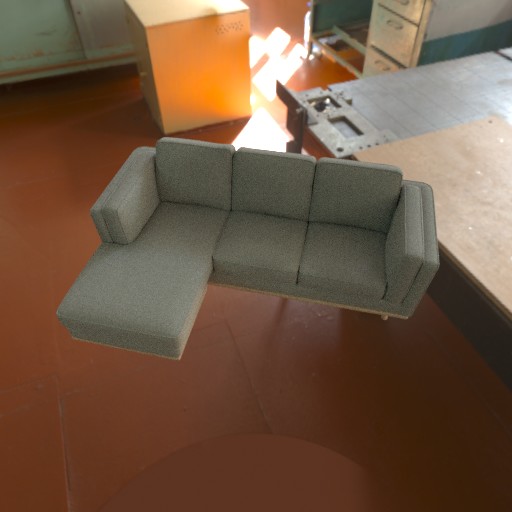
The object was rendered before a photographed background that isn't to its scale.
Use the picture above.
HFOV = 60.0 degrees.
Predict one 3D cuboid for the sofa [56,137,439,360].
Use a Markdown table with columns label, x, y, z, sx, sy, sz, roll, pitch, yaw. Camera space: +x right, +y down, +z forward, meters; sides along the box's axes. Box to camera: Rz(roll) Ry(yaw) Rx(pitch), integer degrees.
| label | x | y | z | sx | sy | sz | roll | pitch | yaw |
| --- | --- | --- | --- | --- | --- | --- | --- | --- | --- |
| sofa | 0.000 | 0.000 | 3.214 | 2.411 | 0.929 | 1.604 | 9 | 47 | 9 |
